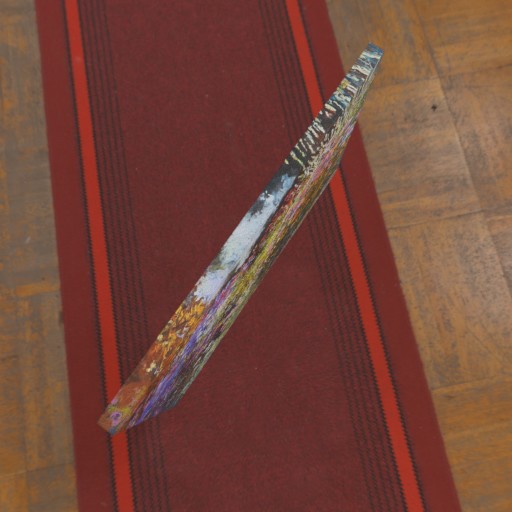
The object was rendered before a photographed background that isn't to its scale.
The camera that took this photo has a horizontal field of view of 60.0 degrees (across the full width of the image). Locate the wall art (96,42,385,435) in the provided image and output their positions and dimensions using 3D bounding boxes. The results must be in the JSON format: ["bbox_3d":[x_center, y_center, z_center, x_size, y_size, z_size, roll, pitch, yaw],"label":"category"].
[{"bbox_3d":[0.000,0.000,1.128,0.037,0.604,0.908,33,78,8],"label":"wall art"}]
